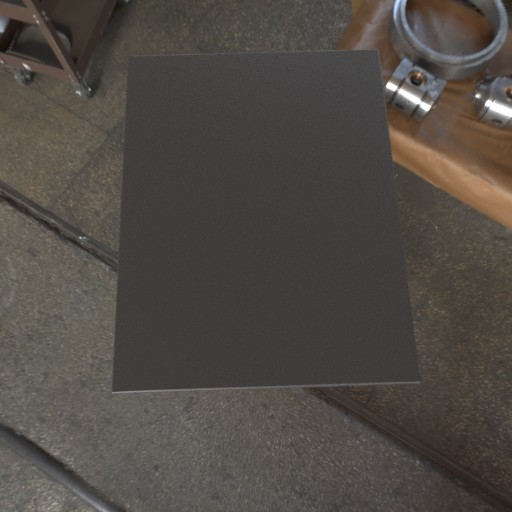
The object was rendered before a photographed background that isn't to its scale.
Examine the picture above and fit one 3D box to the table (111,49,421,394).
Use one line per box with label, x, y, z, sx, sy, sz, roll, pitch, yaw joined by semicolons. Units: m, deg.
table;0.000;0.000;1.011;0.451;0.646;0.564;-2;75;0
